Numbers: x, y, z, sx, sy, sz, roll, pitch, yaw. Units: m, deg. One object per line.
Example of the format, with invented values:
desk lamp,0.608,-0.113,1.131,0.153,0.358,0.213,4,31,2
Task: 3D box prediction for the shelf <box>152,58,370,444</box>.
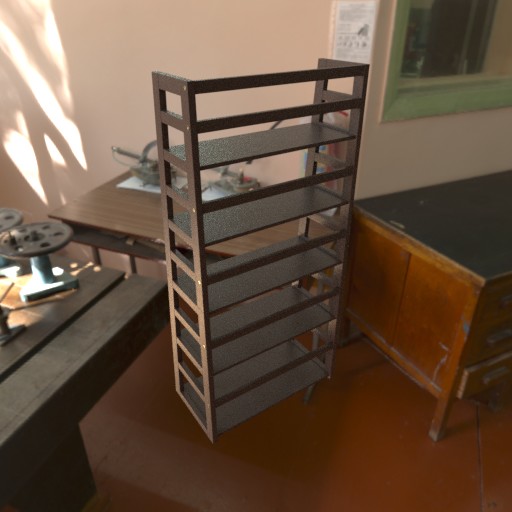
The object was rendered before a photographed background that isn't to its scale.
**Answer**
shelf,0.000,0.000,2.016,0.763,1.600,0.403,-19,34,-29
